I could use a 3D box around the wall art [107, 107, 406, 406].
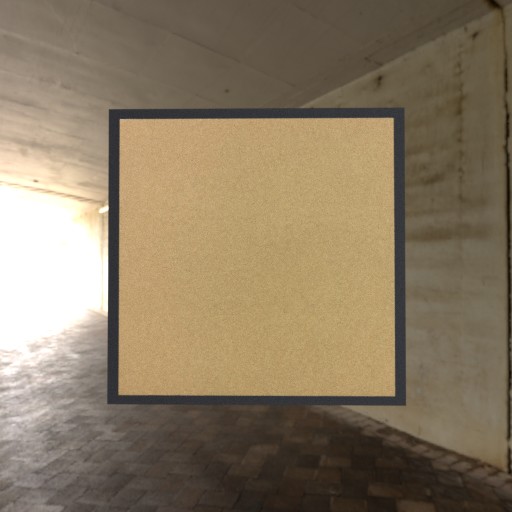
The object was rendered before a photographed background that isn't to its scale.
[{"bbox_3d":[0.000,0.000,1.154,0.762,0.760,0.037,0,-1,1],"label":"wall art"}]
